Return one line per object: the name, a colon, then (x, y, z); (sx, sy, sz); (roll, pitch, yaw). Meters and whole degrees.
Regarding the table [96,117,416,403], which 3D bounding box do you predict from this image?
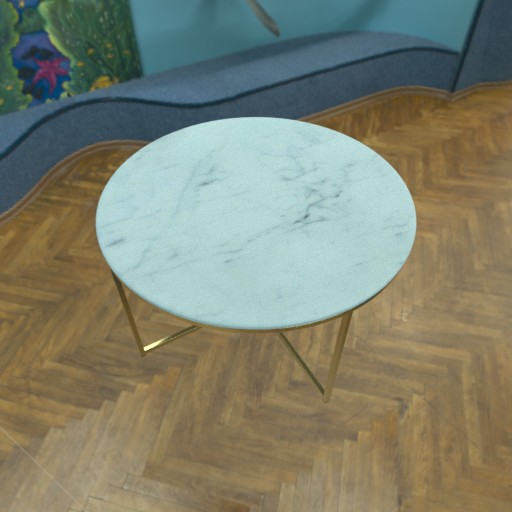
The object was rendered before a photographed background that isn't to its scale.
table: (0.000, 0.000, 1.298); (0.800, 0.450, 0.800); (0, 47, 0)
